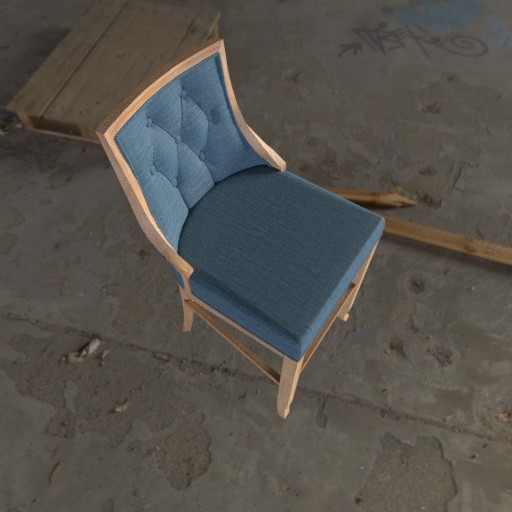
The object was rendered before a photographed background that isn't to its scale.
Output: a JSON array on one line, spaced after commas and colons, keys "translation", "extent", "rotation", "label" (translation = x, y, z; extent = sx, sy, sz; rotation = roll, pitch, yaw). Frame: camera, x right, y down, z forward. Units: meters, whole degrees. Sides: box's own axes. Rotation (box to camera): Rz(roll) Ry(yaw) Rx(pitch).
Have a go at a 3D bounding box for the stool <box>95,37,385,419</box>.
[{"translation": [0.000, 0.000, 1.451], "extent": [0.626, 1.101, 0.524], "rotation": [30, 62, 18], "label": "stool"}]
